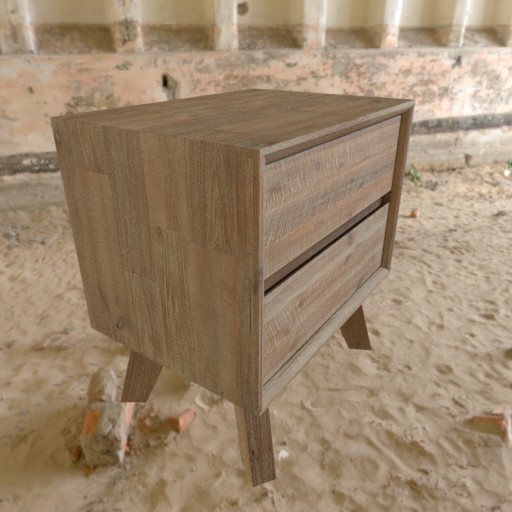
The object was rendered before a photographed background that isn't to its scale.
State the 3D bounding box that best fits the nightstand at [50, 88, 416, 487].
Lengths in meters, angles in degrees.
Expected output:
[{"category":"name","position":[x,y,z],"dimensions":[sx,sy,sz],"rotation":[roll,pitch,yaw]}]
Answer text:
[{"category":"nightstand","position":[0.000,0.000,0.918],"dimensions":[0.396,0.589,0.552],"rotation":[17,31,31]}]
